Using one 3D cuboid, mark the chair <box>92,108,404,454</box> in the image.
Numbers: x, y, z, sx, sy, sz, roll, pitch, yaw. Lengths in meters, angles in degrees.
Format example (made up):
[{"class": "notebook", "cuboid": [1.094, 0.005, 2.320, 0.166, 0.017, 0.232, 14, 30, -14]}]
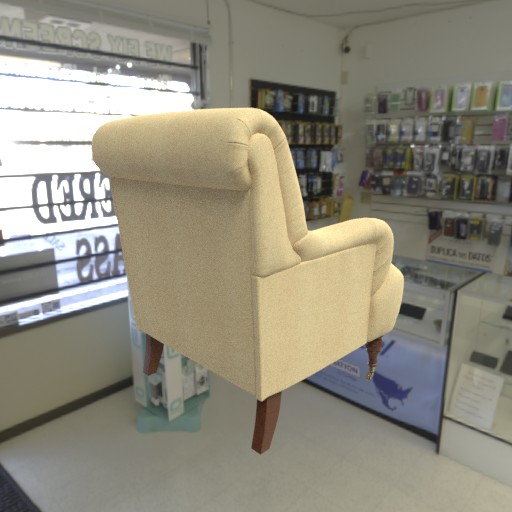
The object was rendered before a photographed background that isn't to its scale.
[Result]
[{"class": "chair", "cuboid": [0.000, 0.000, 1.567, 0.842, 0.944, 0.766, -13, 19, -42]}]
